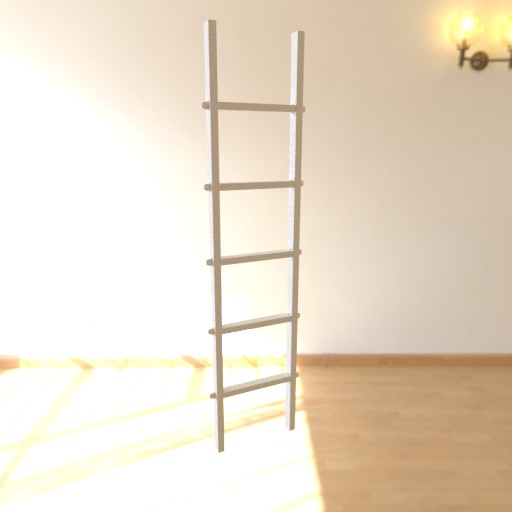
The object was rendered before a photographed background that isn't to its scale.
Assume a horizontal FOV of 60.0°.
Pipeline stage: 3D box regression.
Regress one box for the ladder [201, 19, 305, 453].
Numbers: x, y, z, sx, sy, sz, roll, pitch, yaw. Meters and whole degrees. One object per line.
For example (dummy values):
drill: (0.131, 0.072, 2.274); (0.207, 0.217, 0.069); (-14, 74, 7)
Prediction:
ladder: (0.000, 0.000, 1.906); (0.452, 1.797, 0.051); (-7, 15, -25)
